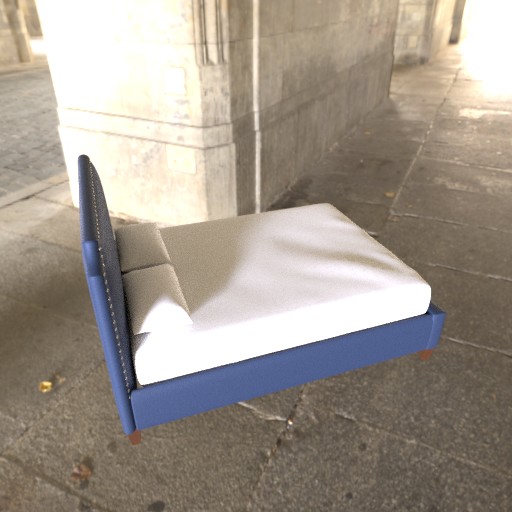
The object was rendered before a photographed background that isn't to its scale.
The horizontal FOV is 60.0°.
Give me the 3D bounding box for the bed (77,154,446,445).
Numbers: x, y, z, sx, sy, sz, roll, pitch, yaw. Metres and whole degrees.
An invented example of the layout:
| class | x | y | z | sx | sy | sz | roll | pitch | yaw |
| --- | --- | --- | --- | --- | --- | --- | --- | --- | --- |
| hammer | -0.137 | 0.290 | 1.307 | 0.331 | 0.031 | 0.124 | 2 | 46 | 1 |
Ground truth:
| class | x | y | z | sx | sy | sz | roll | pitch | yaw |
| --- | --- | --- | --- | --- | --- | --- | --- | --- | --- |
| bed | 0.000 | 0.000 | 3.436 | 2.372 | 1.443 | 1.712 | -10 | 32 | -17 |
